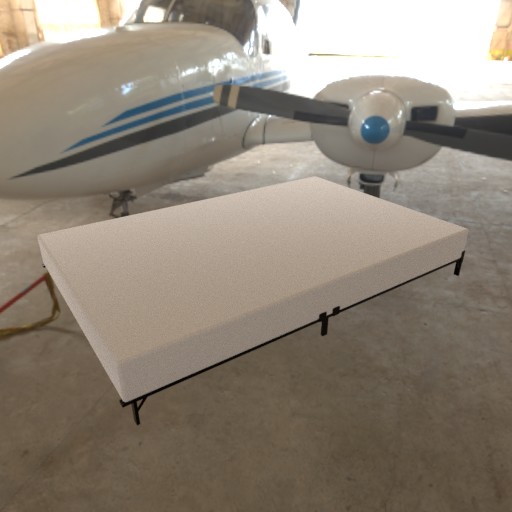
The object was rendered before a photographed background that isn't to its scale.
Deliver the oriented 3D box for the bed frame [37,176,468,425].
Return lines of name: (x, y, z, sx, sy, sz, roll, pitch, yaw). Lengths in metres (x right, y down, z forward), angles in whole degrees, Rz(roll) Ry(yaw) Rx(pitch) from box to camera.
bed frame: (0.000, 0.000, 3.711, 2.987, 0.440, 1.930, -17, 31, -31)
